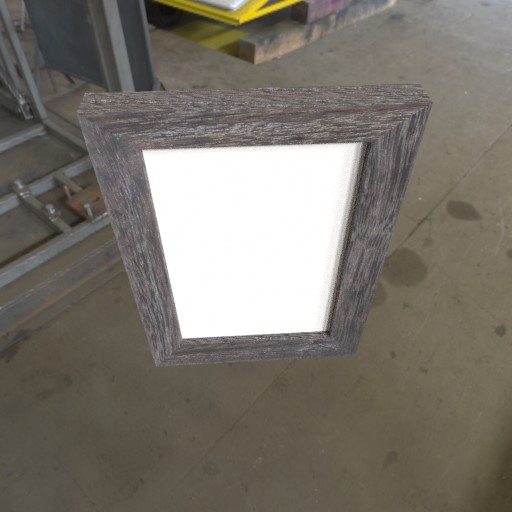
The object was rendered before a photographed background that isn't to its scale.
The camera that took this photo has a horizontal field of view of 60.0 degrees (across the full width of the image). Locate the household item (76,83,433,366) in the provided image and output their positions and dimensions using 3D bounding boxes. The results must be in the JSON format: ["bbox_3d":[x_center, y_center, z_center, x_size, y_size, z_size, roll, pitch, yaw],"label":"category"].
[{"bbox_3d":[0.000,0.000,0.237,0.133,0.180,0.020,-3,46,-2],"label":"household item"}]
